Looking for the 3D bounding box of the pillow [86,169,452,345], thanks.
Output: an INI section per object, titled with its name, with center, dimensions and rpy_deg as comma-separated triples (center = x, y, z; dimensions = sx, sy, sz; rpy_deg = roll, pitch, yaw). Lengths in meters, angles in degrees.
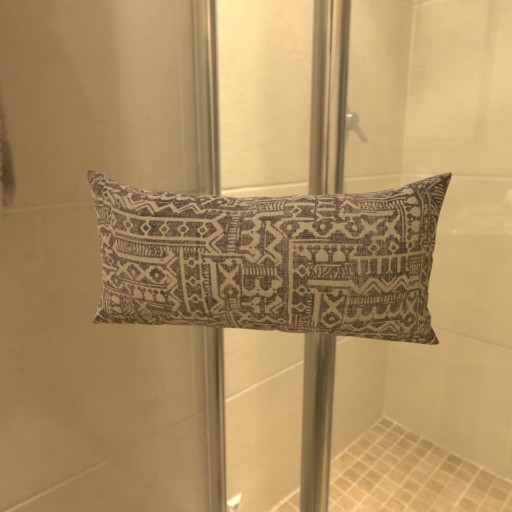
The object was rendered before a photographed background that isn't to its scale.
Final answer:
[pillow]
center = 0.000, 0.000, 0.765
dimensions = 0.631, 0.290, 0.148
rpy_deg = 2, 14, 8
